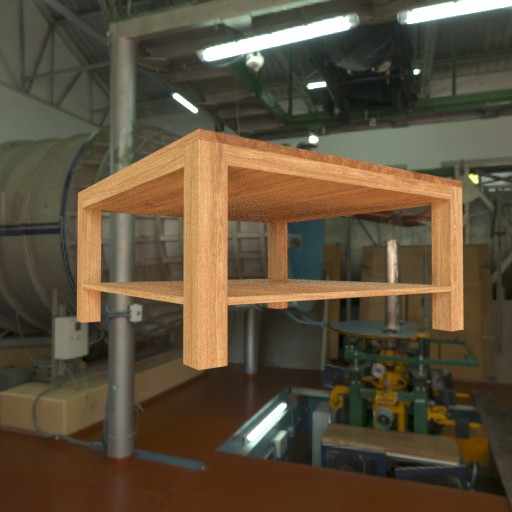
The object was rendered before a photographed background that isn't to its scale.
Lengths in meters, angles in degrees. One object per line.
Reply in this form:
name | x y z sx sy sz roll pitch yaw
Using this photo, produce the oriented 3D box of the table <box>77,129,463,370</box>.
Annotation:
table | 0.000 0.000 1.451 0.900 0.450 0.900 1 -2 -35
